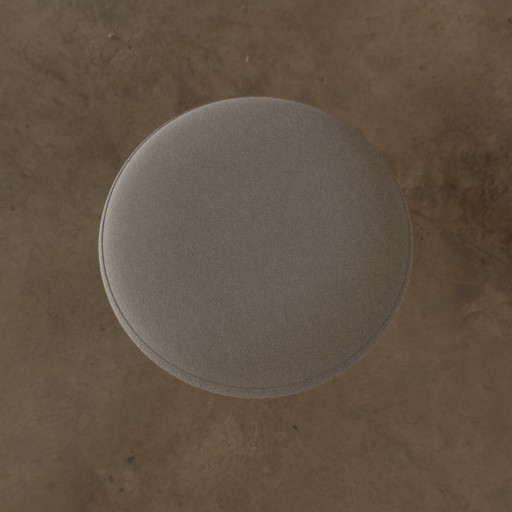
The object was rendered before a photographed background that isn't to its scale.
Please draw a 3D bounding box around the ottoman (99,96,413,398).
[{"bbox_3d":[0.000,0.000,1.008,0.608,0.433,0.608,0,74,0],"label":"ottoman"}]
